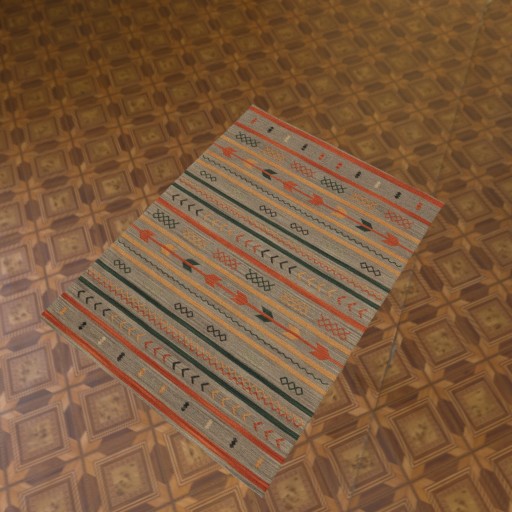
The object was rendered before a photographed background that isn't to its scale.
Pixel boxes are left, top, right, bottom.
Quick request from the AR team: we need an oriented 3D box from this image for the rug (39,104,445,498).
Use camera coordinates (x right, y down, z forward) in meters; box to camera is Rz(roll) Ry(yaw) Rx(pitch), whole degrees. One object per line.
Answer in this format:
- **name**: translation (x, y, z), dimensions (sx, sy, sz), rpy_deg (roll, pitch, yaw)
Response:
- **rug**: translation (0.000, 0.000, 3.932), dimensions (2.263, 0.022, 3.029), rpy_deg (32, 66, 16)
